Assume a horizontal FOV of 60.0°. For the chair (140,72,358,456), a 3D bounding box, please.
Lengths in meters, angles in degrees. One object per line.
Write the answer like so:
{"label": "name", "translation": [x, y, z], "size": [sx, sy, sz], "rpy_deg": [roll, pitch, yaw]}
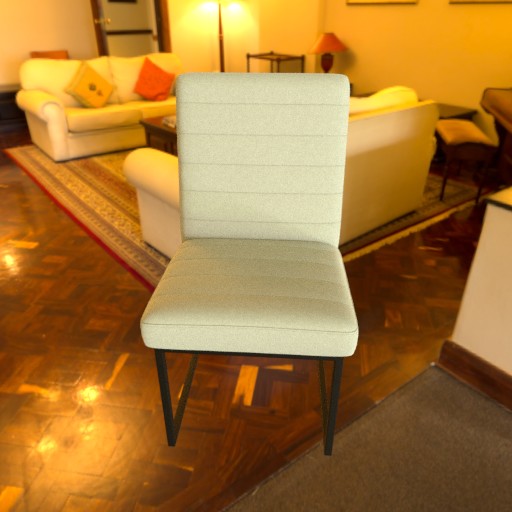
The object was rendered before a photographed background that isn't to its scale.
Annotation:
{"label": "chair", "translation": [0.000, 0.000, 1.286], "size": [0.520, 0.930, 0.634], "rpy_deg": [2, 29, 3]}
